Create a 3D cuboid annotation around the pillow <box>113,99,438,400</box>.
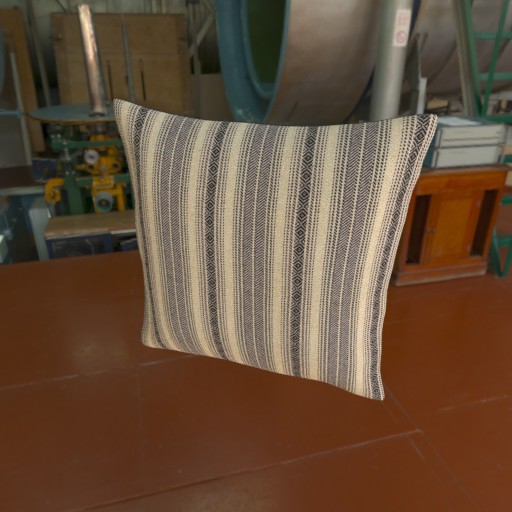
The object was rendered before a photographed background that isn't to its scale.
[{"bbox_3d":[0.000,0.000,0.785,0.520,0.508,0.166,9,27,17],"label":"pillow"}]
